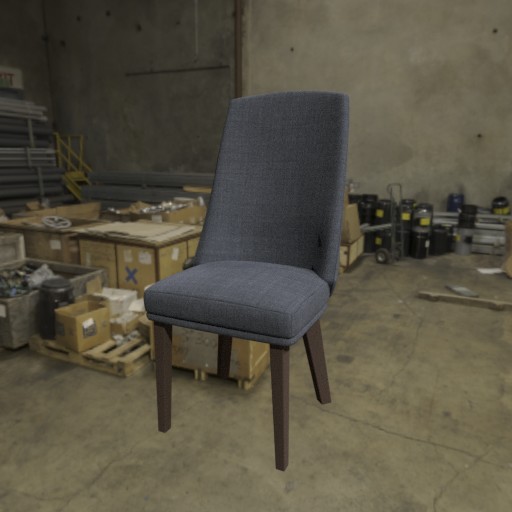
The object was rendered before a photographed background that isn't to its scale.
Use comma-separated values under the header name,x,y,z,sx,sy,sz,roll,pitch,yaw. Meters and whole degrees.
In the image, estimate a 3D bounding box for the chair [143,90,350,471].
name,x,y,z,sx,sy,sz,roll,pitch,yaw
chair,0.000,0.000,1.398,0.510,1.050,0.577,6,14,25
